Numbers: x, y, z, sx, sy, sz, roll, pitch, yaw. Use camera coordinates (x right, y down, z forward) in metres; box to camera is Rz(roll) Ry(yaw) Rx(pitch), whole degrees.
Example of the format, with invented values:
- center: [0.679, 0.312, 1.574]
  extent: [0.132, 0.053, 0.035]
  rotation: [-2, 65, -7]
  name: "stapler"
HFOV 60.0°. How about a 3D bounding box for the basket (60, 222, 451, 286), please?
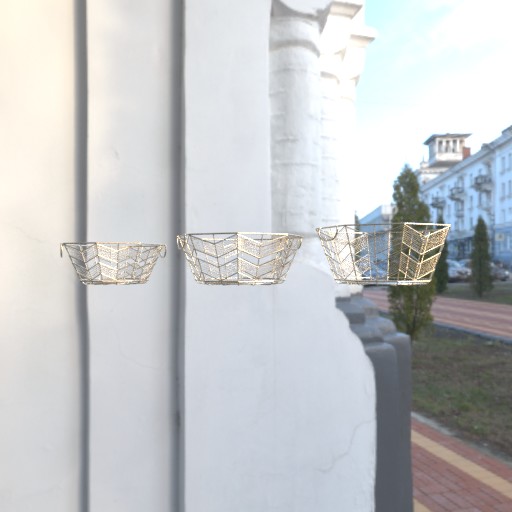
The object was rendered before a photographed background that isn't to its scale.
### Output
- center: [0.000, 0.000, 1.427]
  extent: [1.246, 0.178, 0.432]
  rotation: [0, -1, 0]
  name: "basket"
